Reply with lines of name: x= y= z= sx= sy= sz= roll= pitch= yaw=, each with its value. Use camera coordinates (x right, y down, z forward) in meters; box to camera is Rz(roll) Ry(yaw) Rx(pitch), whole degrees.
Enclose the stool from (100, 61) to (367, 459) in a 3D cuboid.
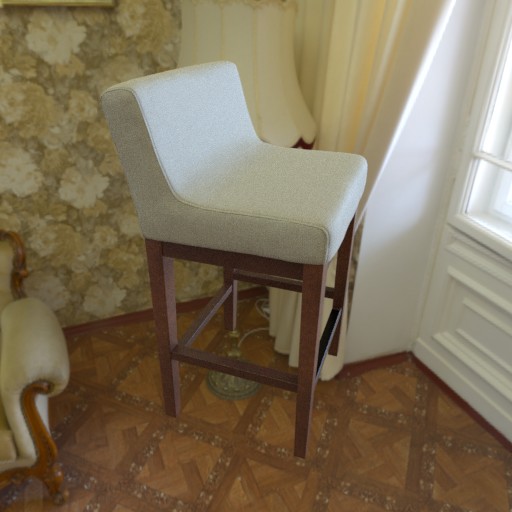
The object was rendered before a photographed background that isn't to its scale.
stool: x=0.000 y=0.000 z=1.218 sx=0.500 sy=0.937 sz=0.511 roll=10 pitch=31 yaw=18
